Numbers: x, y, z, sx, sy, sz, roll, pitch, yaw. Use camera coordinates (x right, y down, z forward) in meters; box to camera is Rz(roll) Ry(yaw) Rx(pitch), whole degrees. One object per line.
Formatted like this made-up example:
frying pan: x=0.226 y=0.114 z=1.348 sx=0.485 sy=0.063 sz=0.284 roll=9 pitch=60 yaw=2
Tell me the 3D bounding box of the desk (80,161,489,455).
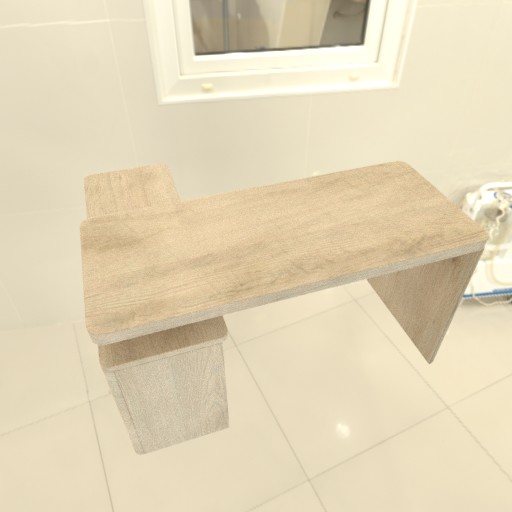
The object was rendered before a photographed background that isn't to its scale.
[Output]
desk: x=0.000 y=0.000 z=2.084 sx=1.400 sy=0.770 sz=1.175 roll=-13 pitch=43 yaw=-14
